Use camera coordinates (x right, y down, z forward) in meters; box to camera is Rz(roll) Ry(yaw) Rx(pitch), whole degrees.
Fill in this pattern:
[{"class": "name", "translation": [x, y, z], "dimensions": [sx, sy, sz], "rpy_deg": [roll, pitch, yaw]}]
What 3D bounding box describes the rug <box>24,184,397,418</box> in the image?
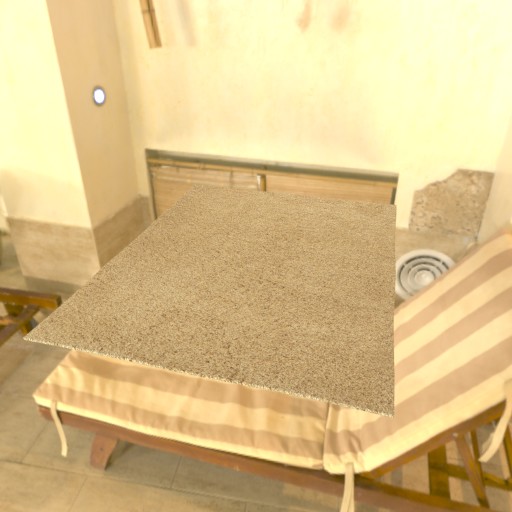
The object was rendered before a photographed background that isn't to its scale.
[{"class": "rug", "translation": [0.000, 0.000, 3.948], "dimensions": [2.400, 0.025, 3.000], "rpy_deg": [8, 31, 14]}]
